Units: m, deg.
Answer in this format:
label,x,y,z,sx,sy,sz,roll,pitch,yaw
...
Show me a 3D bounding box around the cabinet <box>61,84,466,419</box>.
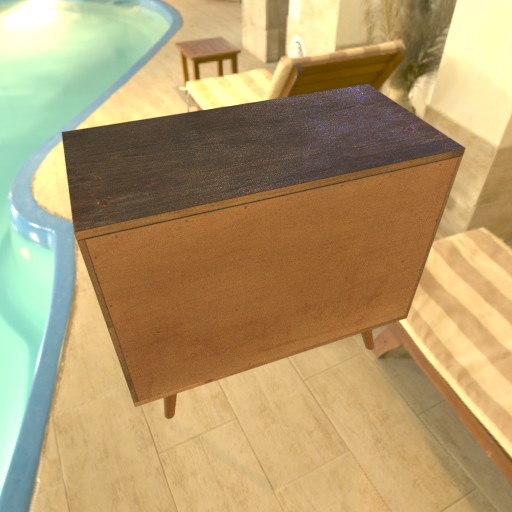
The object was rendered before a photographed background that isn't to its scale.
label,x,y,z,sx,sy,sz,roll,pitch,yaw
cabinet,0.000,0.000,1.550,1.023,0.897,0.529,-14,44,-16
